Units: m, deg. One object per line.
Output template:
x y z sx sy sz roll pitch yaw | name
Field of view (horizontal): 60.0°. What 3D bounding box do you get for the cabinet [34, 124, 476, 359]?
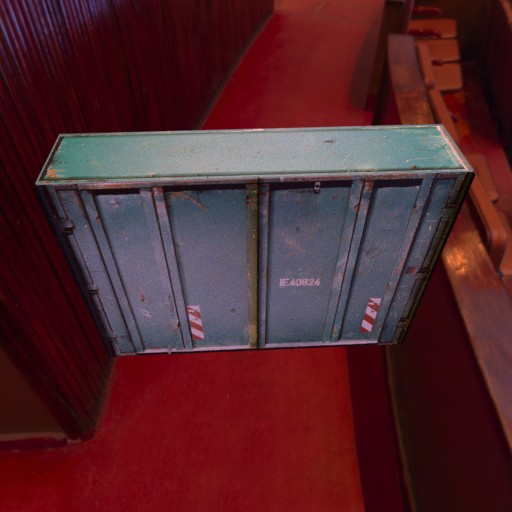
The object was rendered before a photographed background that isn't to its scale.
0.000 0.000 4.011 3.001 2.160 0.680 -2 46 -2 | cabinet
